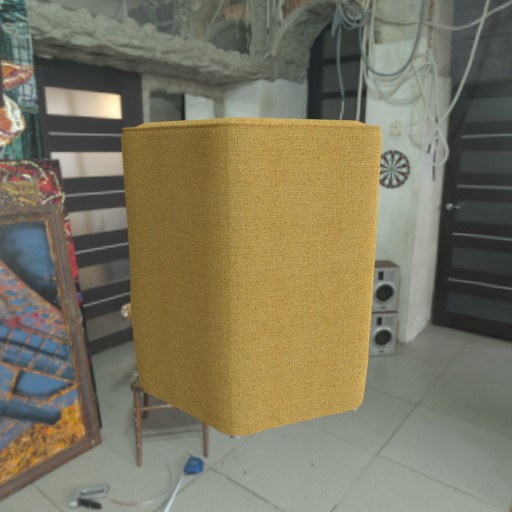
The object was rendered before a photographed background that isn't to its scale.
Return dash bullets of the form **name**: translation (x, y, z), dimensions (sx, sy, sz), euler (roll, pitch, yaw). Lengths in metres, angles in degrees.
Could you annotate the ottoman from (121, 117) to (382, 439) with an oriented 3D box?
- **ottoman**: translation (0.000, 0.000, 0.885), dimensions (0.443, 0.502, 0.494), euler (2, 13, 9)
